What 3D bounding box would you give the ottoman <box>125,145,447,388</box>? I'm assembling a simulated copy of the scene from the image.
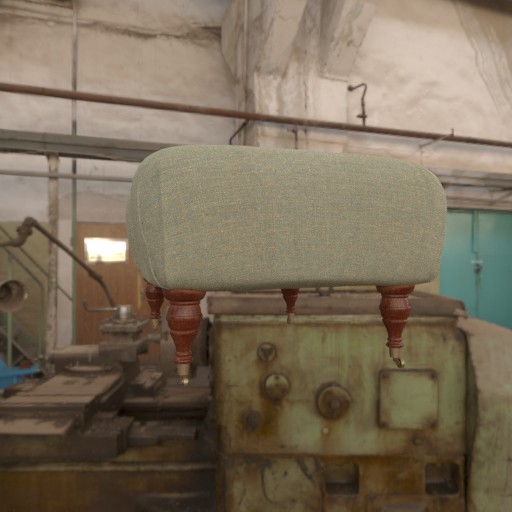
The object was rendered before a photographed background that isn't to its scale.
[{"bbox_3d":[0.000,0.000,1.121,0.622,0.450,0.747,0,0,-18],"label":"ottoman"}]
